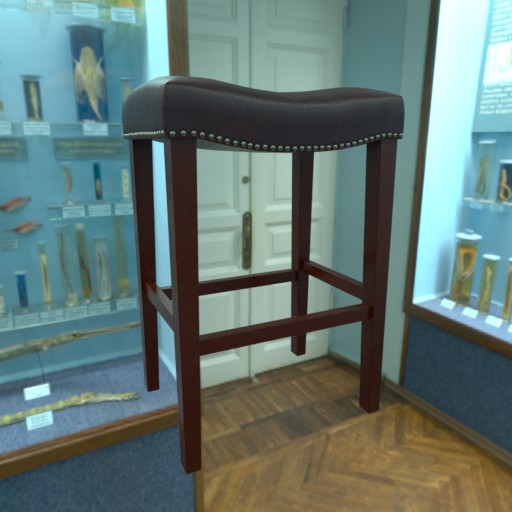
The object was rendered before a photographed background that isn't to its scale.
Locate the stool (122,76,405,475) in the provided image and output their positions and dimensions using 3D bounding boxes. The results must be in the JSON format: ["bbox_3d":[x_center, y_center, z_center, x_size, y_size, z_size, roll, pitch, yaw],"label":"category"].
[{"bbox_3d":[0.000,0.000,1.026,0.504,0.742,0.372,-7,16,-25],"label":"stool"}]
